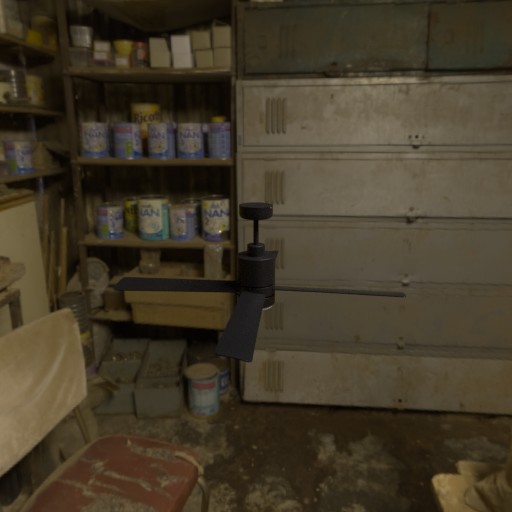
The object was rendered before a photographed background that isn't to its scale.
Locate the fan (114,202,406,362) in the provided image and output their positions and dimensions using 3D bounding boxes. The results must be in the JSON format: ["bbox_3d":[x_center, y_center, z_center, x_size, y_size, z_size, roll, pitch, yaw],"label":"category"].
[{"bbox_3d":[0.000,0.000,2.302,1.525,0.534,1.525,2,16,7],"label":"fan"}]
